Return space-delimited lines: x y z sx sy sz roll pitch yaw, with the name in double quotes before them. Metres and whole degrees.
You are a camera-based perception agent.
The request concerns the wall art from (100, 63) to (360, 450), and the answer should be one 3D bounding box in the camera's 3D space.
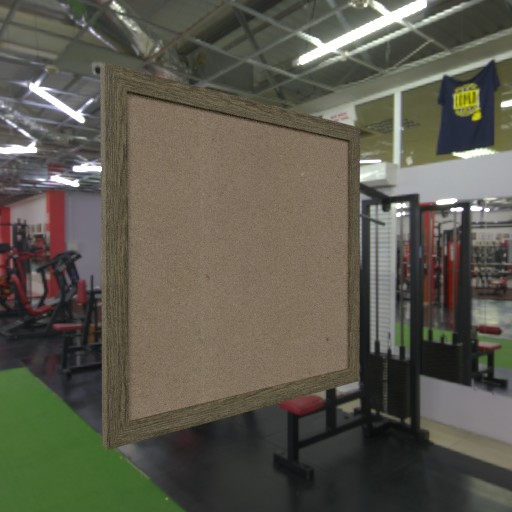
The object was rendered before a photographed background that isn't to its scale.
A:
"wall art" 0.000 0.000 0.742 0.508 0.508 0.019 -1 1 -37
